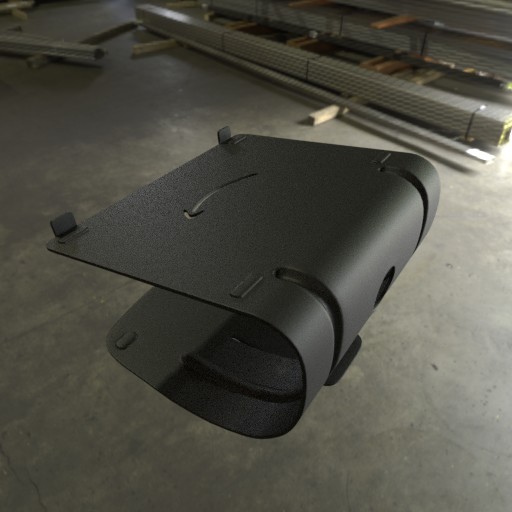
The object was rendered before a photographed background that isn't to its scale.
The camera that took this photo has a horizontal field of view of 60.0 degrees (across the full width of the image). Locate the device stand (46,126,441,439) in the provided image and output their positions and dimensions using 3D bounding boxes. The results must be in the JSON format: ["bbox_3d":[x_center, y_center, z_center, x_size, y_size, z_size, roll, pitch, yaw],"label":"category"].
[{"bbox_3d":[0.000,0.000,0.400,0.236,0.155,0.256,24,45,27],"label":"device stand"}]
